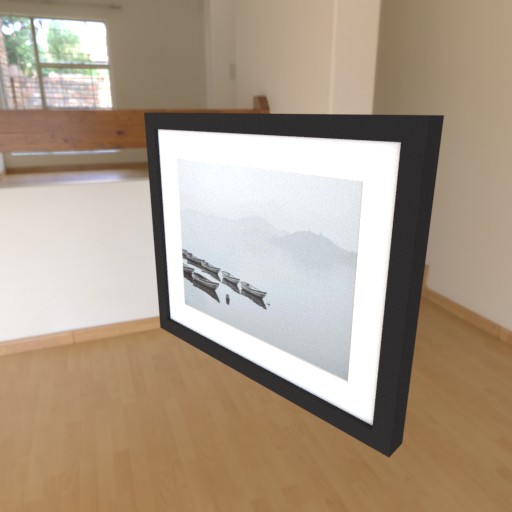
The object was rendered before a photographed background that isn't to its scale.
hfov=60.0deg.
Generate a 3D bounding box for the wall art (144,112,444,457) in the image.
[{"bbox_3d":[0.000,0.000,0.531,0.397,0.325,0.028,17,25,41],"label":"wall art"}]
